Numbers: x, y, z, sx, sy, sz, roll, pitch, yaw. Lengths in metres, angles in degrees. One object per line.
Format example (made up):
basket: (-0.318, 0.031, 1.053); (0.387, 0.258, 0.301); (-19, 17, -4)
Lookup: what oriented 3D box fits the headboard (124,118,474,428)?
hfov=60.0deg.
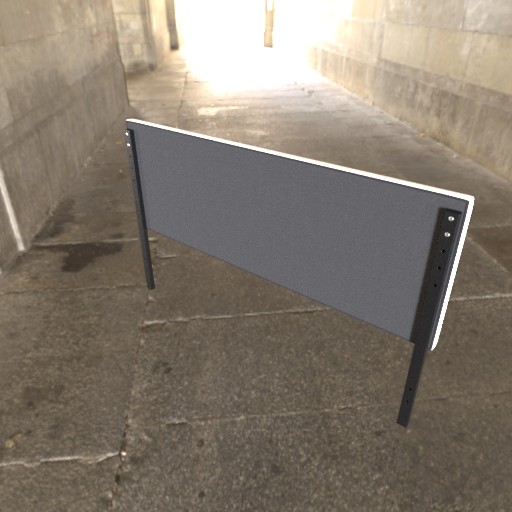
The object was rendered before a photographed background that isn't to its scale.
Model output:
headboard: (0.000, 0.000, 2.866); (2.362, 1.410, 0.120); (22, 36, 33)
